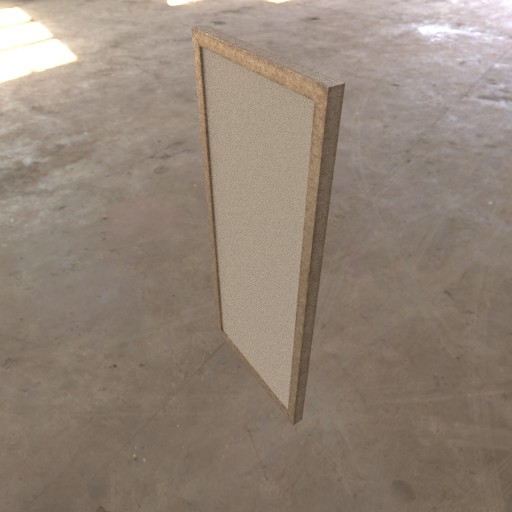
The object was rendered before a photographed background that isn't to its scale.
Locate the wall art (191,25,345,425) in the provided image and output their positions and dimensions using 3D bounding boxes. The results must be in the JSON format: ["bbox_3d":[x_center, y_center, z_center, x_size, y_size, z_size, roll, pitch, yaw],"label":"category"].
[{"bbox_3d":[0.000,0.000,1.675,0.051,1.461,0.648,-24,46,-26],"label":"wall art"}]
